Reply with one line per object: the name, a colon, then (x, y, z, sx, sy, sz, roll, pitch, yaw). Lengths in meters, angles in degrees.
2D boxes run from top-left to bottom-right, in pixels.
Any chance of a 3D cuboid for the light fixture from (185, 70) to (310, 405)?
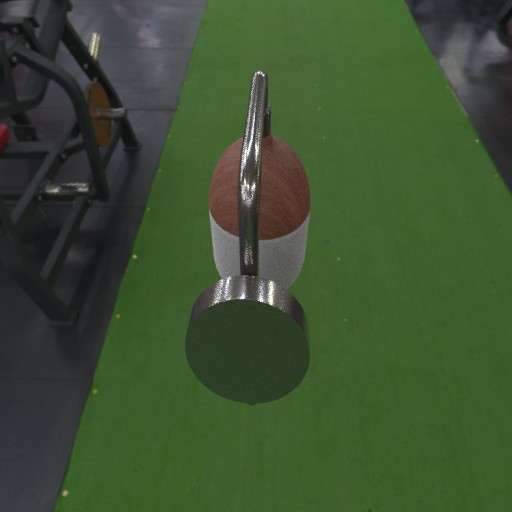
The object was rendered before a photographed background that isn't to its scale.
light fixture: (0.000, 0.000, 0.447, 0.108, 0.343, 0.216, 3, 47, 3)
